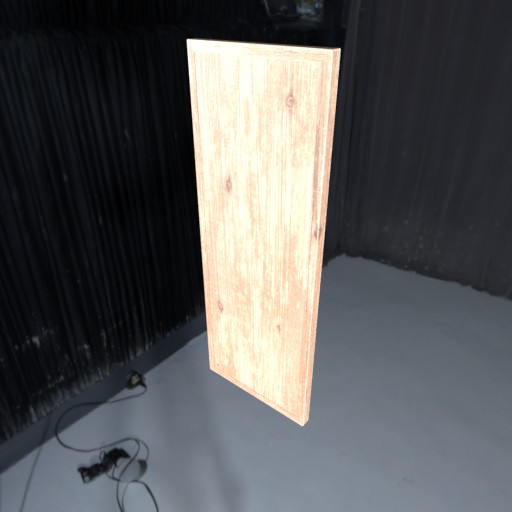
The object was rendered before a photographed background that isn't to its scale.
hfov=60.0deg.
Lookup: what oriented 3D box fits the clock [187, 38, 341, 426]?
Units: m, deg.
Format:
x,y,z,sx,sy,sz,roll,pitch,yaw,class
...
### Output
x,y,z,sx,sy,sz,roll,pitch,yaw,class
0.000,0.000,1.112,0.361,0.965,0.030,22,37,33,clock
